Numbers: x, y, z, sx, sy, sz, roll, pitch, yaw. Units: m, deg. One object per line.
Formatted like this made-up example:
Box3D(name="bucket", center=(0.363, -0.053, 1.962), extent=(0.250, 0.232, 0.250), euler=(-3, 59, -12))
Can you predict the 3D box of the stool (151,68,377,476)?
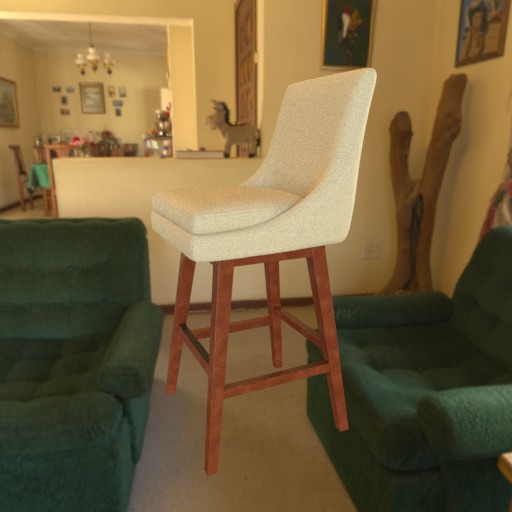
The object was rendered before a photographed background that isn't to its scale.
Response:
Box3D(name="stool", center=(0.000, 0.000, 1.400), extent=(0.559, 1.092, 0.470), euler=(-7, 16, -24))
